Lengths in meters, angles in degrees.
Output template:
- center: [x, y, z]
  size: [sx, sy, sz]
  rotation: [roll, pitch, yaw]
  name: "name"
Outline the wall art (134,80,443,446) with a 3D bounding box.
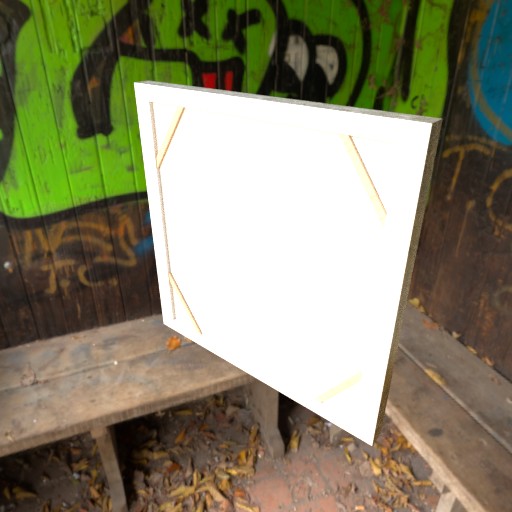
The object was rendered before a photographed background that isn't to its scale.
- center: [0.000, 0.000, 0.891]
  size: [0.610, 0.610, 0.038]
  rotation: [21, 35, 34]
  name: "wall art"
